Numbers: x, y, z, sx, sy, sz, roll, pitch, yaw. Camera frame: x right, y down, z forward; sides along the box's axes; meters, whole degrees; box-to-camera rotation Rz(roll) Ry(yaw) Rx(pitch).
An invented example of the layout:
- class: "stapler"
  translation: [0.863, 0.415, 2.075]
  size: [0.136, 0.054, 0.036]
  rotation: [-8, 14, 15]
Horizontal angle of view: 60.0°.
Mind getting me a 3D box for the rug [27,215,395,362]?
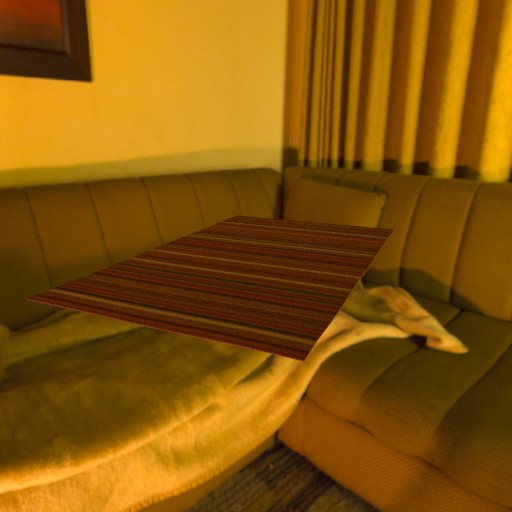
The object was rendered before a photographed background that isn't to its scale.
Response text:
- class: "rug"
  translation: [0.000, 0.000, 3.066]
  size: [1.523, 0.008, 2.438]
  rotation: [7, 18, 23]
